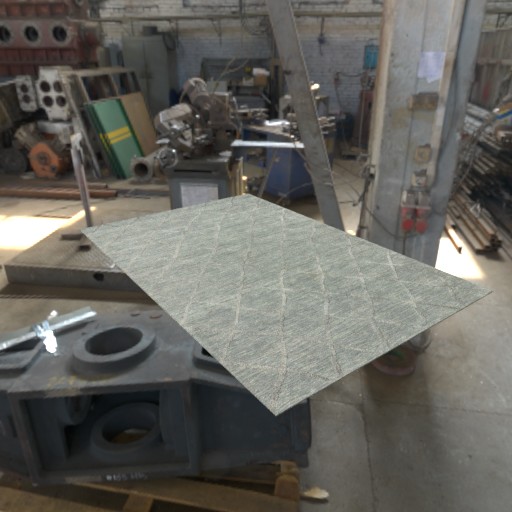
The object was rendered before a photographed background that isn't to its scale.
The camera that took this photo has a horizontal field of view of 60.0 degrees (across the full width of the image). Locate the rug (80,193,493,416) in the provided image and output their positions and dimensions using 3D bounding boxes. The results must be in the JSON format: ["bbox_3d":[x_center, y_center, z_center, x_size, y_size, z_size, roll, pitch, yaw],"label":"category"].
[{"bbox_3d":[0.000,0.000,2.831,1.521,0.006,2.283,-17,30,-33],"label":"rug"}]
